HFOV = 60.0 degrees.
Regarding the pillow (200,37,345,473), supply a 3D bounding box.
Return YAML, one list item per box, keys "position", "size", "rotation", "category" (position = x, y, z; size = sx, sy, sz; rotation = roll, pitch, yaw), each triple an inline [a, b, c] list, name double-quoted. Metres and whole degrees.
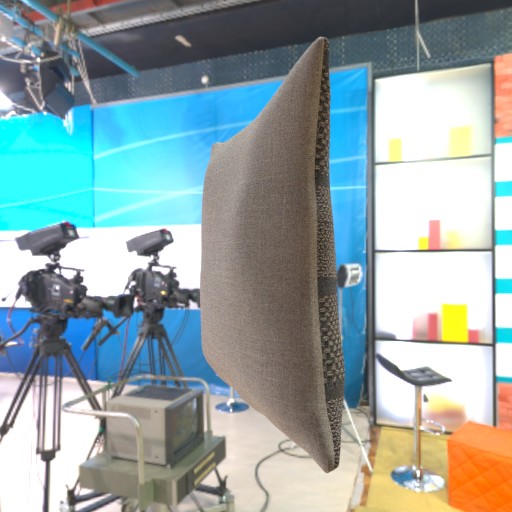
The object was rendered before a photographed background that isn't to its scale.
- position: [0.000, 0.000, 0.637]
  size: [0.138, 0.432, 0.435]
  rotation: [0, -1, -20]
  category: "pillow"
